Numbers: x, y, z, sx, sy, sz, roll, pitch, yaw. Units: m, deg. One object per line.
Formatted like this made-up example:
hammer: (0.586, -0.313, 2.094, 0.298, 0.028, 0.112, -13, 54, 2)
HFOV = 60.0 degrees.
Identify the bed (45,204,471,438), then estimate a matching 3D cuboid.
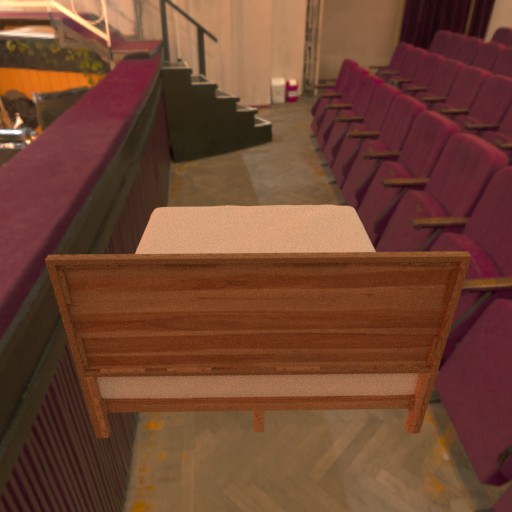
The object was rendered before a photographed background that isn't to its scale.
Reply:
bed: (0.000, 0.000, 3.358, 2.013, 1.295, 2.184, 0, 31, -1)
